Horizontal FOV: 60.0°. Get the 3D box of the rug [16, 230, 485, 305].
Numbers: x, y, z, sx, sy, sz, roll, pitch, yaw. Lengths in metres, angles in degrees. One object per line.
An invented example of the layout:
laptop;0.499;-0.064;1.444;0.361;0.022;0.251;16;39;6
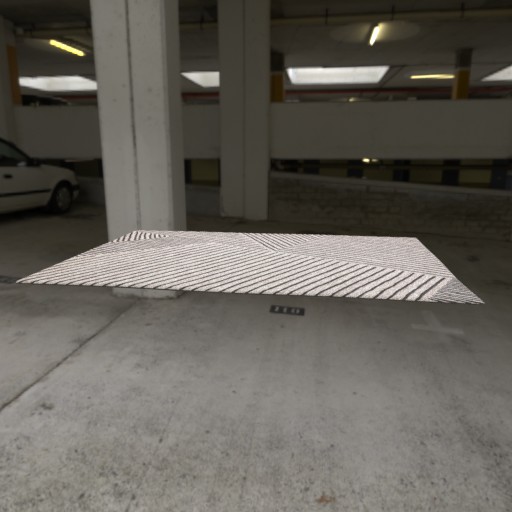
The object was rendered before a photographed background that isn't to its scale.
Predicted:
rug;0.000;0.000;2.302;1.842;0.019;1.237;2;13;8
